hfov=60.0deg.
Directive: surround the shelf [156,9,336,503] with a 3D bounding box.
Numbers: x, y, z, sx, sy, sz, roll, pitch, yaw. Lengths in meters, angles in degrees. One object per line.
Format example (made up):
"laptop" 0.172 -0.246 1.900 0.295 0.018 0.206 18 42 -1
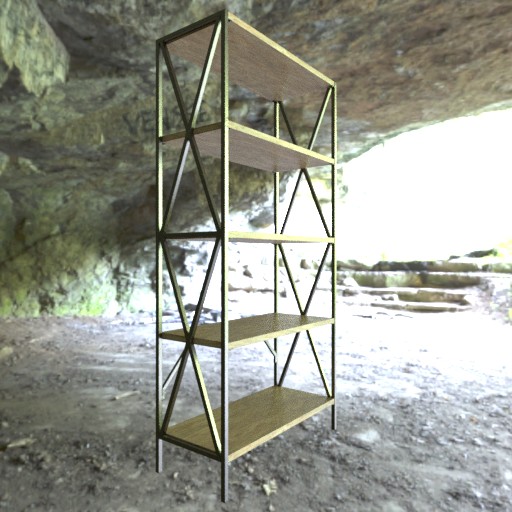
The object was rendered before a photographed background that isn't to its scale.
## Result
"shelf" 0.000 0.000 2.080 0.386 1.803 0.874 0 0 38
